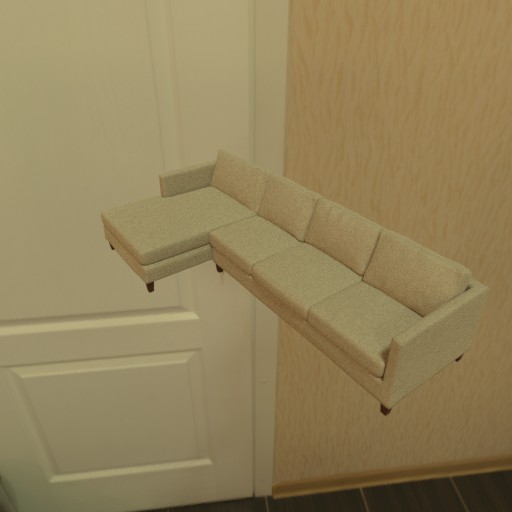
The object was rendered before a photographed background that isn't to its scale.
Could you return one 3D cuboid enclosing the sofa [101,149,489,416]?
[{"bbox_3d":[0.000,0.000,3.804,1.625,0.846,3.186,-22,38,-30],"label":"sofa"}]
